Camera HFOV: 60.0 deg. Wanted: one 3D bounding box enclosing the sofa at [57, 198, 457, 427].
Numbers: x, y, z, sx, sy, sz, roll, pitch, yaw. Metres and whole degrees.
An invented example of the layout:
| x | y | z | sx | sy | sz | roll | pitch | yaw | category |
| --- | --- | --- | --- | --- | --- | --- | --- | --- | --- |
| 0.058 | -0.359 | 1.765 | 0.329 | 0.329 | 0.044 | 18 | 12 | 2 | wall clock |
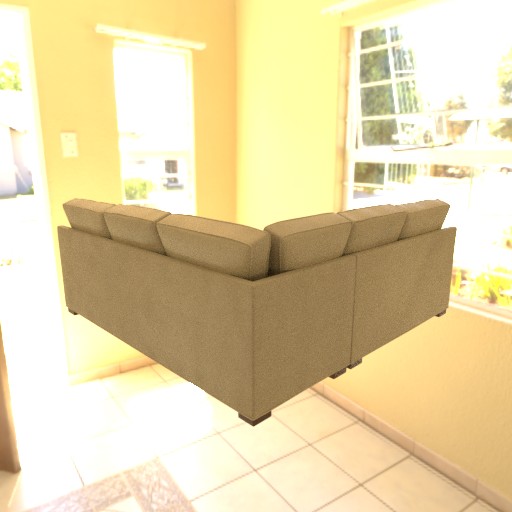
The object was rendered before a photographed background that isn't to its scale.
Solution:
| x | y | z | sx | sy | sz | roll | pitch | yaw | category |
| --- | --- | --- | --- | --- | --- | --- | --- | --- | --- |
| 0.000 | 0.000 | 3.450 | 2.182 | 0.939 | 2.189 | -13 | 19 | -43 | sofa |
